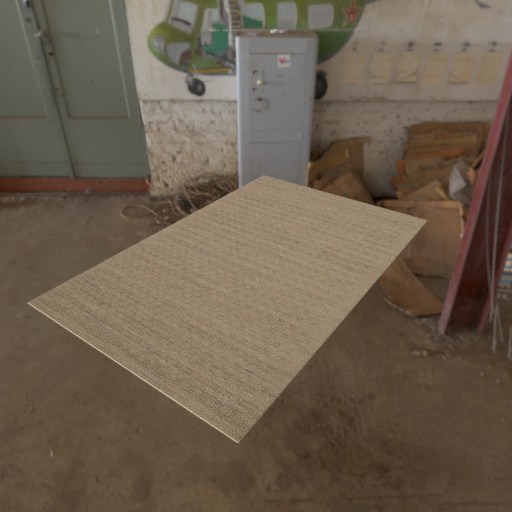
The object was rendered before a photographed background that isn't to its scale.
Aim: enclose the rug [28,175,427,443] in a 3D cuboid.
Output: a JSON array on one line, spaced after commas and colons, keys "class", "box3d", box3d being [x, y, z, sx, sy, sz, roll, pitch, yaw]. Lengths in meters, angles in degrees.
[{"class": "rug", "box3d": [0.000, 0.000, 2.211, 1.142, 0.006, 1.752, 21, 38, 30]}]
